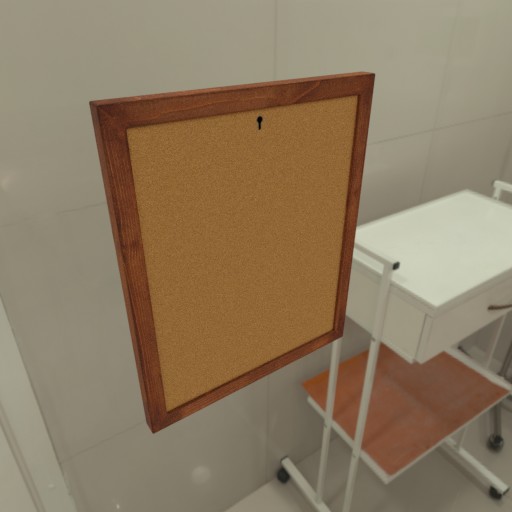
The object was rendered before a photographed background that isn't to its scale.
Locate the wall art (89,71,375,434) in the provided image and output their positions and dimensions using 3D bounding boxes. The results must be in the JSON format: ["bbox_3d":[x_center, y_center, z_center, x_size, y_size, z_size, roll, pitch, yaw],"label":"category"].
[{"bbox_3d":[0.000,0.000,0.766,0.462,0.558,0.030,-19,35,-30],"label":"wall art"}]
